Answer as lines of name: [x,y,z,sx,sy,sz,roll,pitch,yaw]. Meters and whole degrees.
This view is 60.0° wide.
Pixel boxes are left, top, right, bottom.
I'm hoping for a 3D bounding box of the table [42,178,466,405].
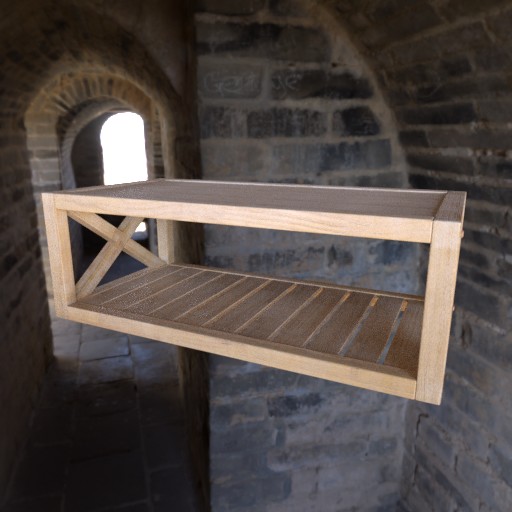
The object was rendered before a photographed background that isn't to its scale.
table: [0.000,0.000,1.584,1.321,0.457,0.660,7,16,25]
